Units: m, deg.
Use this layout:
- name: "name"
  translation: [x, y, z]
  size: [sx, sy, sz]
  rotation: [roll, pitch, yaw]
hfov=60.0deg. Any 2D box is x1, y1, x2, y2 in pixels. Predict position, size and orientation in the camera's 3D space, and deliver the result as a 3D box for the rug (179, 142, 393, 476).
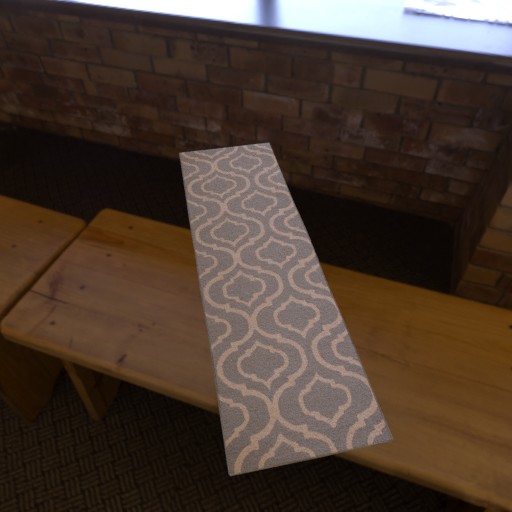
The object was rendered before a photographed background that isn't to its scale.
- name: "rug"
  translation: [0.000, 0.000, 2.532]
  size: [0.684, 0.009, 2.275]
  rotation: [-9, 47, -8]
